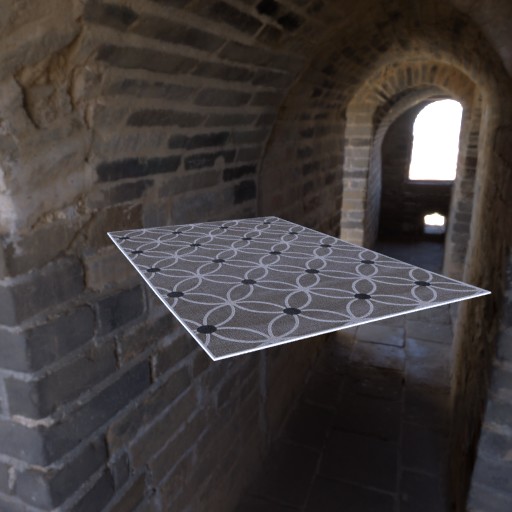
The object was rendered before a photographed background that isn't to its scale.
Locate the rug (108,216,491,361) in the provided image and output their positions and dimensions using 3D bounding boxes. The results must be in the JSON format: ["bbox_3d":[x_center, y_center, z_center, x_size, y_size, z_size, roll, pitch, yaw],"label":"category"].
[{"bbox_3d":[0.000,0.000,2.896,1.522,0.008,2.284,-8,18,-26],"label":"rug"}]
